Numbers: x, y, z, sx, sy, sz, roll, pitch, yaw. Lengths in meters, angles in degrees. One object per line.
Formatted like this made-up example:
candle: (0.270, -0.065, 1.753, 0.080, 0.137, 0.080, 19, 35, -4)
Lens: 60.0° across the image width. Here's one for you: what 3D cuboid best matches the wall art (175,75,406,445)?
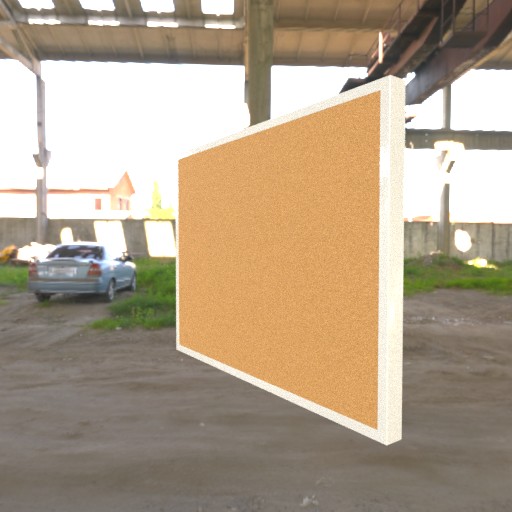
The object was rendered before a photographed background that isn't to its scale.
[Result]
wall art: (0.000, 0.000, 1.379, 0.053, 0.787, 1.041, -1, 2, -35)
